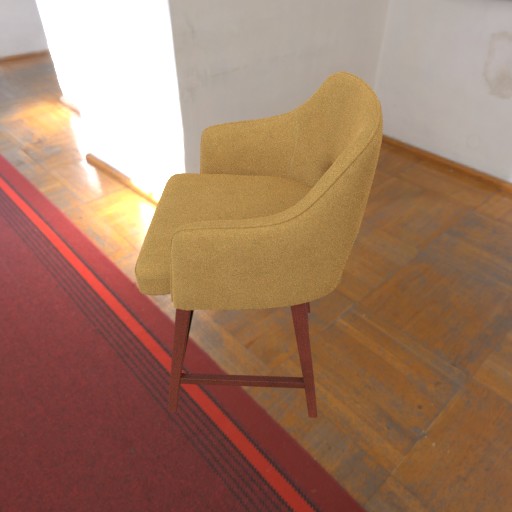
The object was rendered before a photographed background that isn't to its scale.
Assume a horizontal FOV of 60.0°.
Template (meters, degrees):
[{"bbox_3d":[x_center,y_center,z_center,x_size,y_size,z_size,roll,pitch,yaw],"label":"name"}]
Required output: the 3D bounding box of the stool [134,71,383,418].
[{"bbox_3d":[0.000,0.000,1.267,0.558,0.924,0.548,2,41,2],"label":"stool"}]
